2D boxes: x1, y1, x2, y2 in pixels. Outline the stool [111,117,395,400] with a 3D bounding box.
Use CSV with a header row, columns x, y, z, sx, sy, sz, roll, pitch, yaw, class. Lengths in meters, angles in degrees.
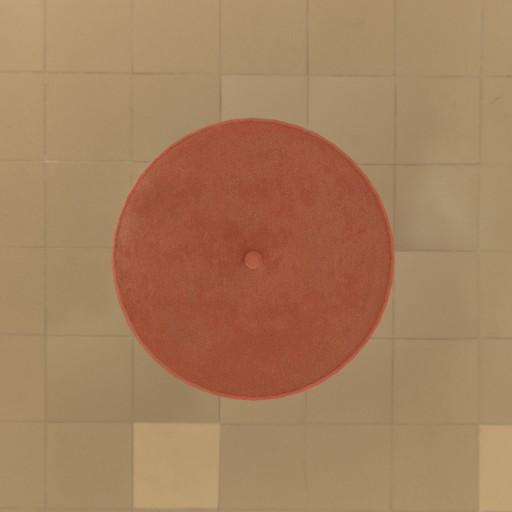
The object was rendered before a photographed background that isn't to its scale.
x,y,z,sx,sy,sz,roll,pitch,yaw,class
0.000,0.000,0.917,0.421,0.593,0.457,0,91,0,stool
